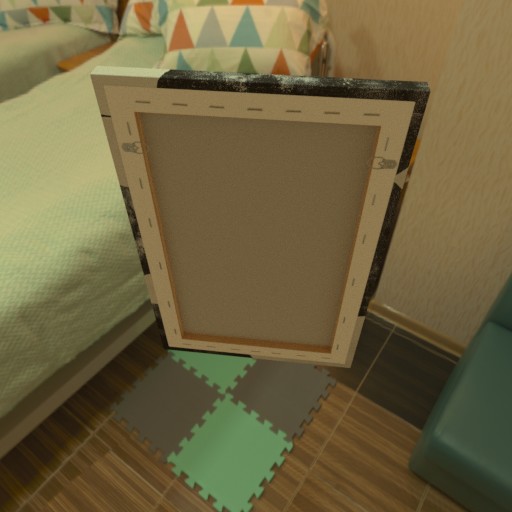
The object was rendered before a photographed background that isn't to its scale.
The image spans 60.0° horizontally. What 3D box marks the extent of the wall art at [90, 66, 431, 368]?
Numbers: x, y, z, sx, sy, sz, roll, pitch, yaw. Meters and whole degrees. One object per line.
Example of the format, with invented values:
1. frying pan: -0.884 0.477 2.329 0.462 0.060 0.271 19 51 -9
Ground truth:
1. wall art: 0.000 0.000 1.125 0.610 0.915 0.041 5 46 5
